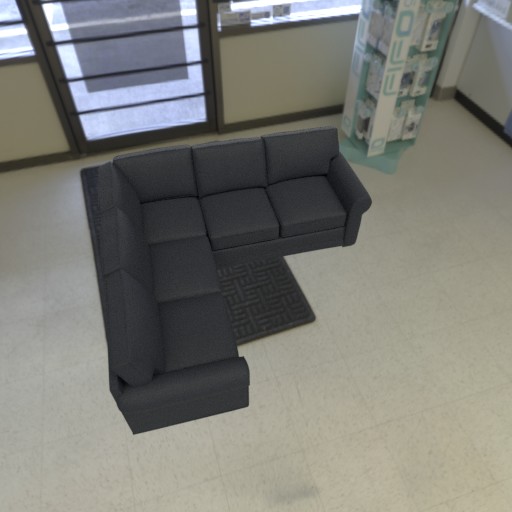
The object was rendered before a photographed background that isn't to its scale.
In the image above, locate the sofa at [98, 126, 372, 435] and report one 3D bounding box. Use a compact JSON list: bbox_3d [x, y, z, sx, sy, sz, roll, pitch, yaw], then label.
[{"bbox_3d":[0.000,0.000,4.034,2.562,1.042,2.487,-11,48,-10],"label":"sofa"}]
